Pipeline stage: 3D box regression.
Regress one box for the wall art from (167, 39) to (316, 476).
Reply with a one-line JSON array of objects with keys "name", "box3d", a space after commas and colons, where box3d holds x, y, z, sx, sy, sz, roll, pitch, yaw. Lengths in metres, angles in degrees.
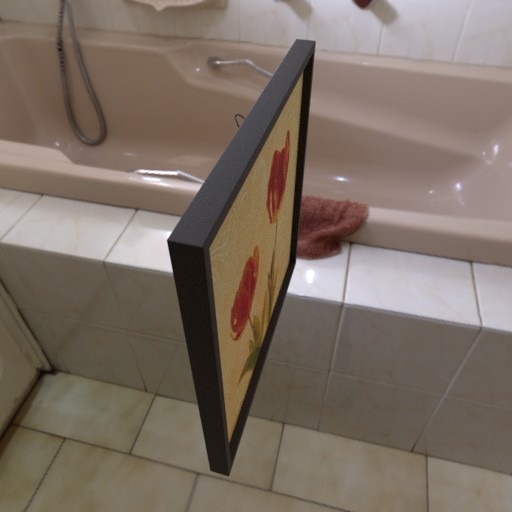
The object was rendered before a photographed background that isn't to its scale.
[{"name": "wall art", "box3d": [0.000, 0.000, 0.496, 0.038, 0.349, 0.349, 11, 45, 11]}]
